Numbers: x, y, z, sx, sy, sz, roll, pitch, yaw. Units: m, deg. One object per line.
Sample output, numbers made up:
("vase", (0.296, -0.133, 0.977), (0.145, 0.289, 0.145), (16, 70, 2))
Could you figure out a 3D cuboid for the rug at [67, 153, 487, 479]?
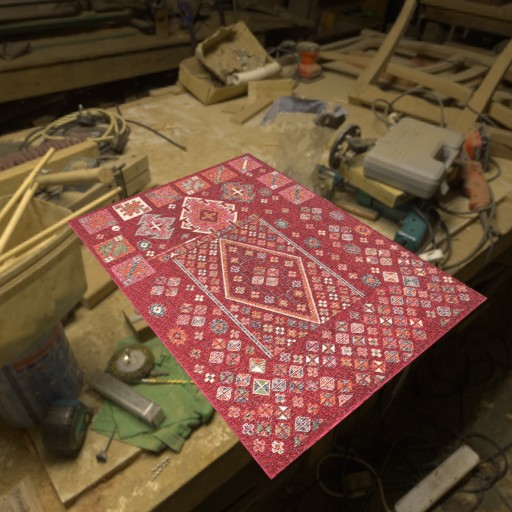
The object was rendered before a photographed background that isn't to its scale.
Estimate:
("rug", (0.000, 0.000, 2.760), (1.579, 0.007, 2.184), (-27, 48, -28))
